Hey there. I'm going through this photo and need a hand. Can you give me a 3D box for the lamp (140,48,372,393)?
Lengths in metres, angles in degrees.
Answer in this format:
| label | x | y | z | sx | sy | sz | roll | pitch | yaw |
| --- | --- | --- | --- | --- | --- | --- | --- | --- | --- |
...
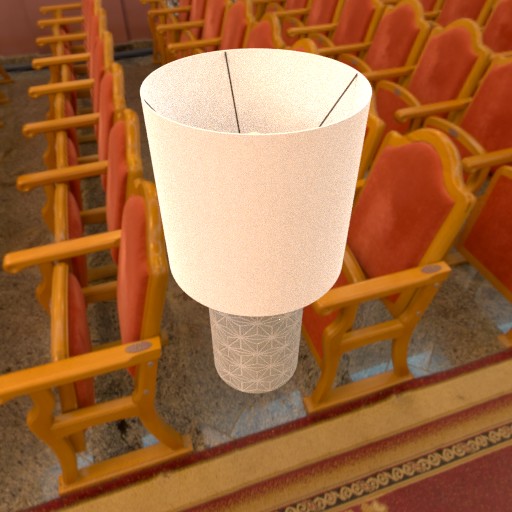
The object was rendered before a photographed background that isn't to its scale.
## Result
| label | x | y | z | sx | sy | sz | roll | pitch | yaw |
| --- | --- | --- | --- | --- | --- | --- | --- | --- | --- |
| lamp | 0.000 | 0.000 | 0.539 | 0.206 | 0.416 | 0.206 | -12 | 43 | -13 |
